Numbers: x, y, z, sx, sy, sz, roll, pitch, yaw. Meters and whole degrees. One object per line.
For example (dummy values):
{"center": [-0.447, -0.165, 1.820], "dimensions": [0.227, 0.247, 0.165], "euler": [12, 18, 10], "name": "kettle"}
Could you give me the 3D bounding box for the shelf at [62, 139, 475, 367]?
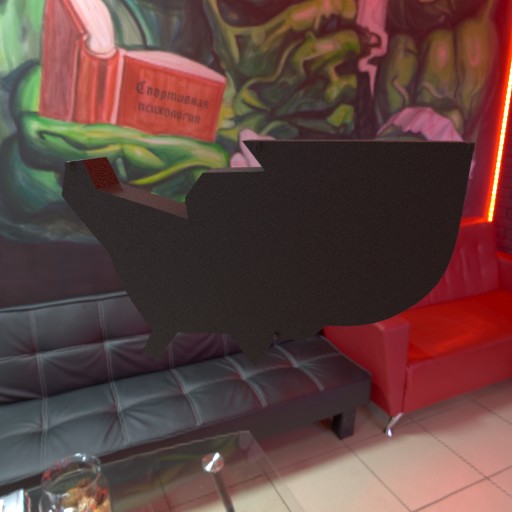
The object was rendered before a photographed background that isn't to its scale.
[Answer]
{"center": [0.000, 0.000, 0.868], "dimensions": [0.729, 0.439, 0.112], "euler": [2, 16, 7], "name": "shelf"}
